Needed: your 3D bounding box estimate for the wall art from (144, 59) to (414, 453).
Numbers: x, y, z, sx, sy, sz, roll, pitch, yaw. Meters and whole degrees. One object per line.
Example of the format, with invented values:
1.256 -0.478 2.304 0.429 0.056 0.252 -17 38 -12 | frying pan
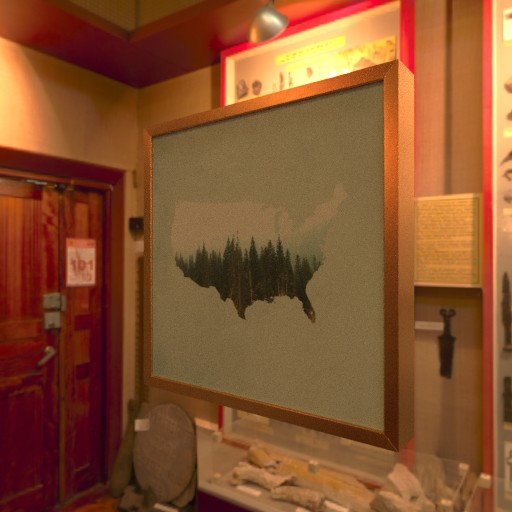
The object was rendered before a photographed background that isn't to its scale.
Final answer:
0.000 0.000 0.449 0.304 0.304 0.038 0 0 37 | wall art
